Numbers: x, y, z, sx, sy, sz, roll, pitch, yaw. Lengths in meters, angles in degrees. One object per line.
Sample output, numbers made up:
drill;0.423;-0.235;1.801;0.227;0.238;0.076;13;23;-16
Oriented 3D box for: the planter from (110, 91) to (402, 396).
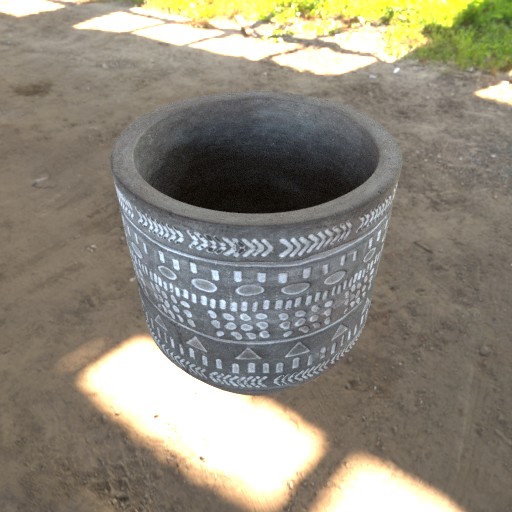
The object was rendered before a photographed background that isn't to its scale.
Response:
planter;0.000;0.000;0.229;0.122;0.128;0.122;0;40;0
